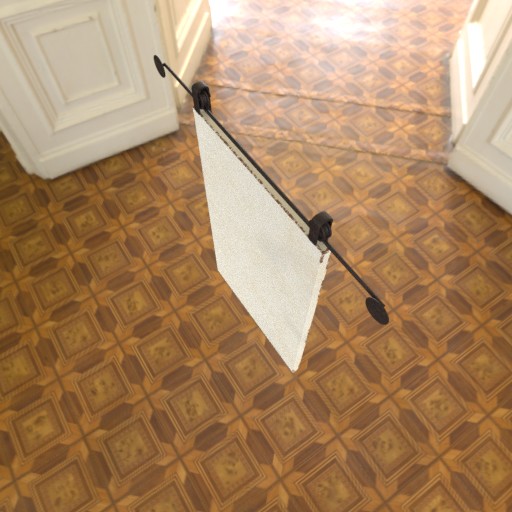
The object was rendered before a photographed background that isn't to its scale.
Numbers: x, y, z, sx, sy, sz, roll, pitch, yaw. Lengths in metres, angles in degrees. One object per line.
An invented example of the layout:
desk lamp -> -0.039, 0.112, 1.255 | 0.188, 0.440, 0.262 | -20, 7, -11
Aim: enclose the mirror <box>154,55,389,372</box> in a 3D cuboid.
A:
mirror -> 0.000, 0.000, 1.208 | 0.037, 0.844, 0.808 | -30, 64, -17
